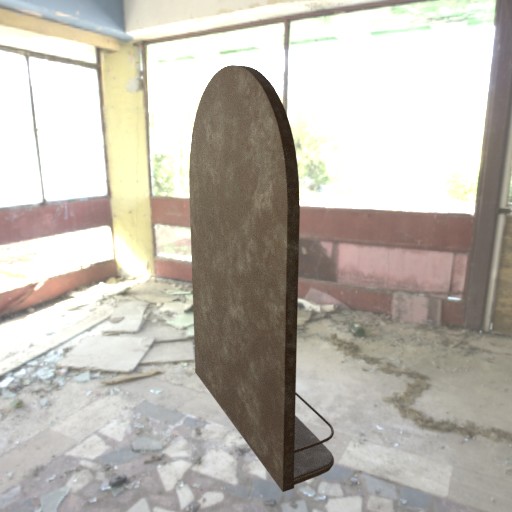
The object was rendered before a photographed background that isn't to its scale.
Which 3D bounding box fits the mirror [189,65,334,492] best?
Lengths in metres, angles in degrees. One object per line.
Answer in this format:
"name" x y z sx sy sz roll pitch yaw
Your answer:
"mirror" 0.000 0.000 0.978 0.137 0.770 0.510 -6 15 -25
